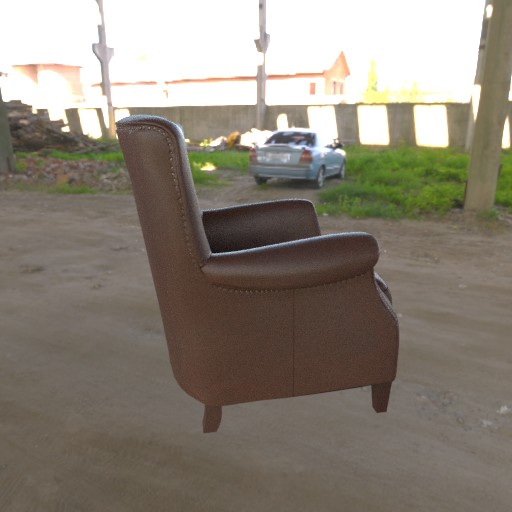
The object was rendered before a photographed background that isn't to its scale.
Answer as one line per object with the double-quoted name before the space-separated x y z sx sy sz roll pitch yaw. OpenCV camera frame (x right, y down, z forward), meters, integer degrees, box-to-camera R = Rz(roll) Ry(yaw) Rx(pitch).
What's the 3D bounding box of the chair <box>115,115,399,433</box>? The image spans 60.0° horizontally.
"chair" 0.000 0.000 1.333 0.746 0.800 0.700 -3 16 -9
